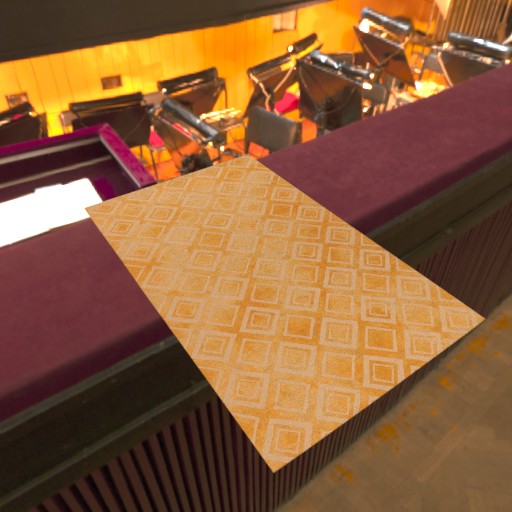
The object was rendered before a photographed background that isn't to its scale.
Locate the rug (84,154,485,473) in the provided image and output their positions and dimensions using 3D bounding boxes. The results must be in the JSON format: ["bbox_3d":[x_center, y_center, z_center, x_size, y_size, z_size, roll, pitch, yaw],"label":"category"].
[{"bbox_3d":[0.000,0.000,2.958,1.511,0.010,2.424,-24,46,-26],"label":"rug"}]
